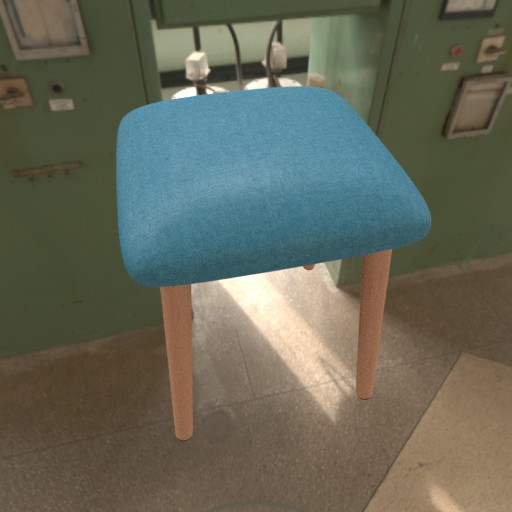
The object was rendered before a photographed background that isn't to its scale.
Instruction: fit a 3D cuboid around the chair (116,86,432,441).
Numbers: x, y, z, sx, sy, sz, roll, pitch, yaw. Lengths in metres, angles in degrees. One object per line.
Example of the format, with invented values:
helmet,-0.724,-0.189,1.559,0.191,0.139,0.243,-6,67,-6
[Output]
chair,0.000,0.000,0.706,0.360,0.450,0.360,-9,46,-9
